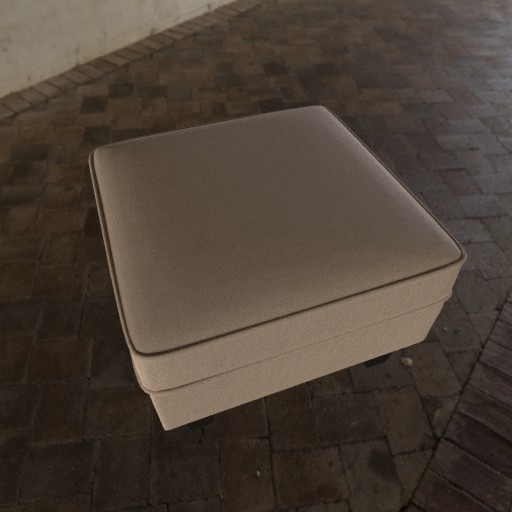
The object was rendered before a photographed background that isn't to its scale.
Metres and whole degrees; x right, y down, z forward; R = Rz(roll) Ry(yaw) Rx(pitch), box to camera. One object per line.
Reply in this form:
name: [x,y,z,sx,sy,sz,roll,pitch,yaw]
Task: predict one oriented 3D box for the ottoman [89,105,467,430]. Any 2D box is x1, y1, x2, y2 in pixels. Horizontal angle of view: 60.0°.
ottoman: [0.000,0.000,1.027,0.616,0.438,0.613,-15,48,-14]
